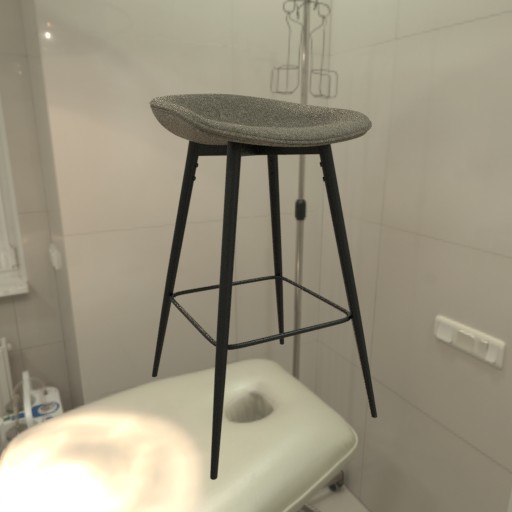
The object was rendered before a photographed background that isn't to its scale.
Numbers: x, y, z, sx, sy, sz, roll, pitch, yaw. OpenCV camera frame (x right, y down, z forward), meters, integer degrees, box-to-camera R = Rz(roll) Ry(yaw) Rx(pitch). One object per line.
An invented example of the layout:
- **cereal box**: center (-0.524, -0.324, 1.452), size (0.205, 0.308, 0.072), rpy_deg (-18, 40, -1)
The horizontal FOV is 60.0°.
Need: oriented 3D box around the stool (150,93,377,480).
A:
- **stool**: center (0.000, 0.000, 1.143), size (0.469, 0.814, 0.480), rpy_deg (-8, 18, -27)
